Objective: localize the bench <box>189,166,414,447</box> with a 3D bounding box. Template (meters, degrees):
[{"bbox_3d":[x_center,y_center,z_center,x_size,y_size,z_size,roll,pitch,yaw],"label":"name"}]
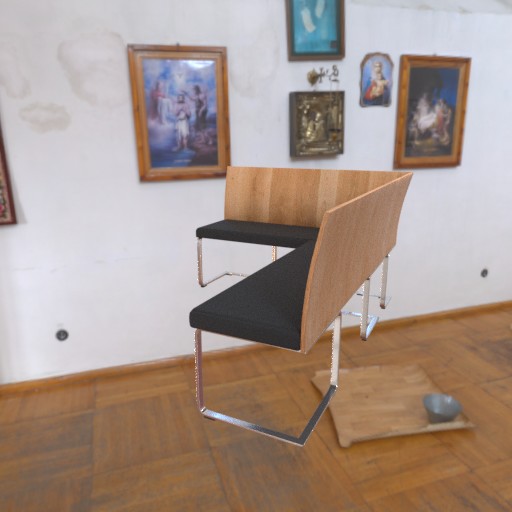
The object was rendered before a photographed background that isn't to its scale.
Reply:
[{"bbox_3d":[0.000,0.000,2.700,1.495,0.930,1.945,7,17,26],"label":"bench"}]
